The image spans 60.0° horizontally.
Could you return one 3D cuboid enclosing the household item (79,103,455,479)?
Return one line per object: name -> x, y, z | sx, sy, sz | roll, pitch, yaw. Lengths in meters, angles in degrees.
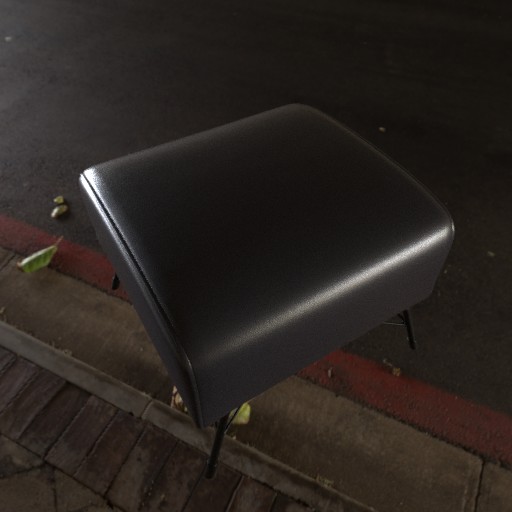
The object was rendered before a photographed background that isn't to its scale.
household item -> 0.000, 0.000, 0.898 | 0.530, 0.410, 0.530 | -24, 52, -21
